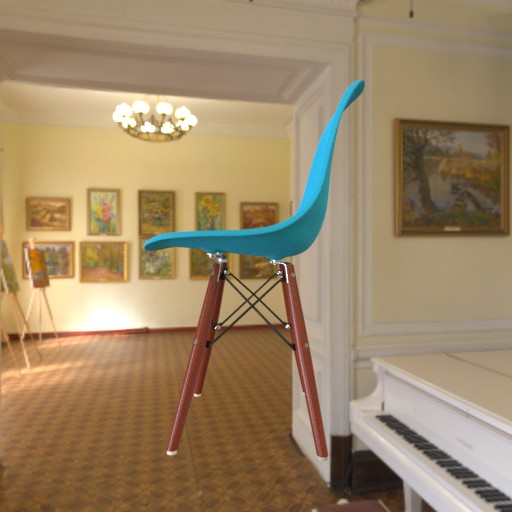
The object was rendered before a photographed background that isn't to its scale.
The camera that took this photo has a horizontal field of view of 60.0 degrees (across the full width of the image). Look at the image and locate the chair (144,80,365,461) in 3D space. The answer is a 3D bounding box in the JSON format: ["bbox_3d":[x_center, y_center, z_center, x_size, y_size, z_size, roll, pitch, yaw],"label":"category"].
[{"bbox_3d":[0.000,0.000,1.115,0.533,0.826,0.470,0,0,0],"label":"chair"}]
